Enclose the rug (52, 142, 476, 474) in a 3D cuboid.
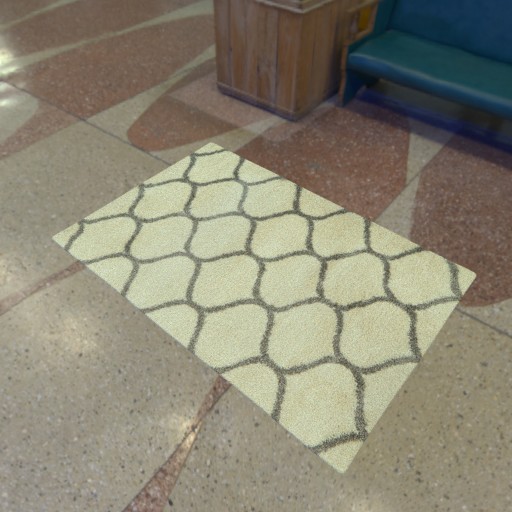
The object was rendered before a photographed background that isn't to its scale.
[{"bbox_3d":[0.000,0.000,3.354,2.701,0.026,1.801,32,54,26],"label":"rug"}]
